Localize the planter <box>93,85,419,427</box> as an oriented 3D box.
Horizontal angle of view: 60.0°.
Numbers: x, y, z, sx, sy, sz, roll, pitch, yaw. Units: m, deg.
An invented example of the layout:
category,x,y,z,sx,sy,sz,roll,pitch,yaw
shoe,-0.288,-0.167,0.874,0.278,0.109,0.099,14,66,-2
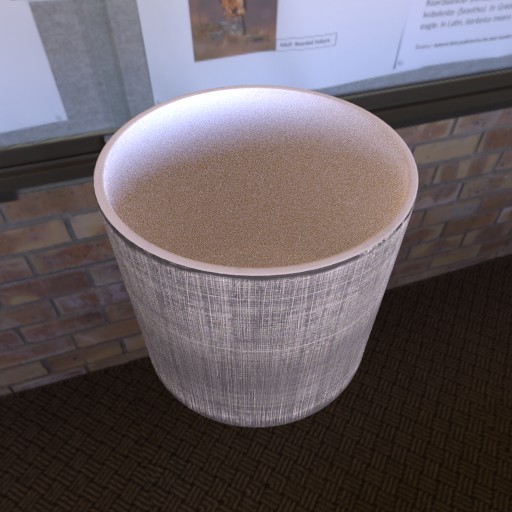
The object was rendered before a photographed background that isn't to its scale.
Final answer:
category,x,y,z,sx,sy,sz,roll,pitch,yaw
planter,0.000,0.000,0.382,0.221,0.201,0.221,0,46,0
